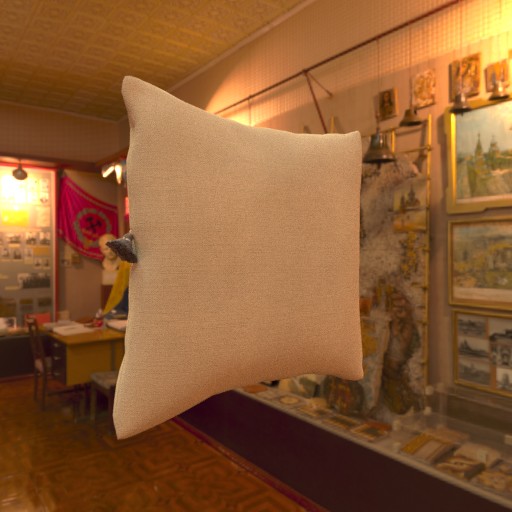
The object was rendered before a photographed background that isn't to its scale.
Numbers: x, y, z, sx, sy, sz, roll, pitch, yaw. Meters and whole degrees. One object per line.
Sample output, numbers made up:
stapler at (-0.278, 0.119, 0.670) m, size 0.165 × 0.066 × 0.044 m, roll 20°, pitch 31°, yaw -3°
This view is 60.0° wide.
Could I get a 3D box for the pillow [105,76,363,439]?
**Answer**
pillow at (0.000, 0.000, 0.732) m, size 0.489 × 0.481 × 0.165 m, roll 0°, pitch 0°, yaw -36°
